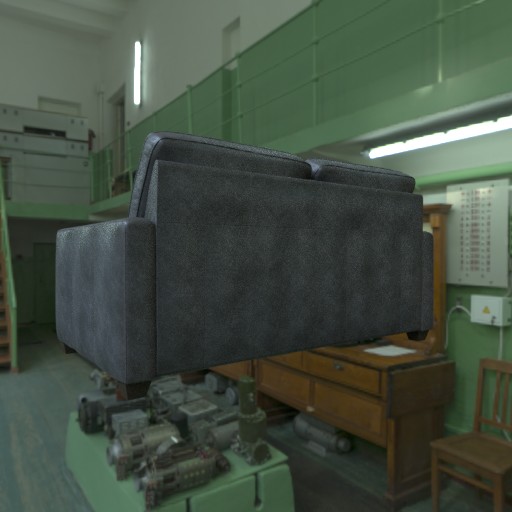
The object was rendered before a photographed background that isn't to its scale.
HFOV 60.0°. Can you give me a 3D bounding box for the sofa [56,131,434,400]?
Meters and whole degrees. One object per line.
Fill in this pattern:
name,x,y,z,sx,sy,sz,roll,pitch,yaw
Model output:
sofa,0.000,0.000,2.257,1.732,0.916,0.939,0,1,-36
